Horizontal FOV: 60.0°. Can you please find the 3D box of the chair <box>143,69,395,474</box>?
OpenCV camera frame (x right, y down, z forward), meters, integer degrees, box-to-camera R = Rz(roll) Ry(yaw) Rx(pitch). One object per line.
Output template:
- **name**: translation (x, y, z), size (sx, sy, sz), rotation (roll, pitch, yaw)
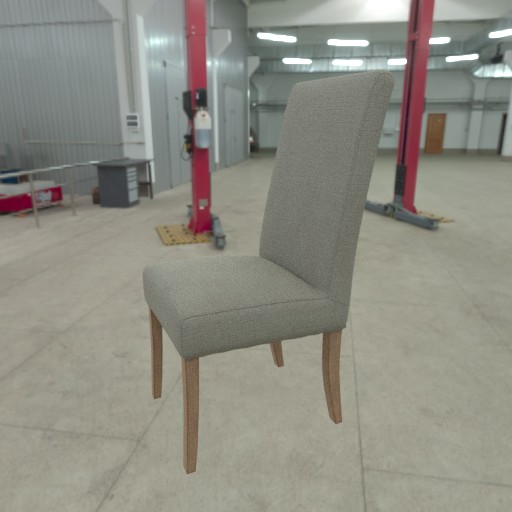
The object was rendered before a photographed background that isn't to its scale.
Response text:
- **chair**: translation (0.000, 0.000, 1.340), size (0.611, 1.033, 0.450), rotation (-8, 18, -24)
